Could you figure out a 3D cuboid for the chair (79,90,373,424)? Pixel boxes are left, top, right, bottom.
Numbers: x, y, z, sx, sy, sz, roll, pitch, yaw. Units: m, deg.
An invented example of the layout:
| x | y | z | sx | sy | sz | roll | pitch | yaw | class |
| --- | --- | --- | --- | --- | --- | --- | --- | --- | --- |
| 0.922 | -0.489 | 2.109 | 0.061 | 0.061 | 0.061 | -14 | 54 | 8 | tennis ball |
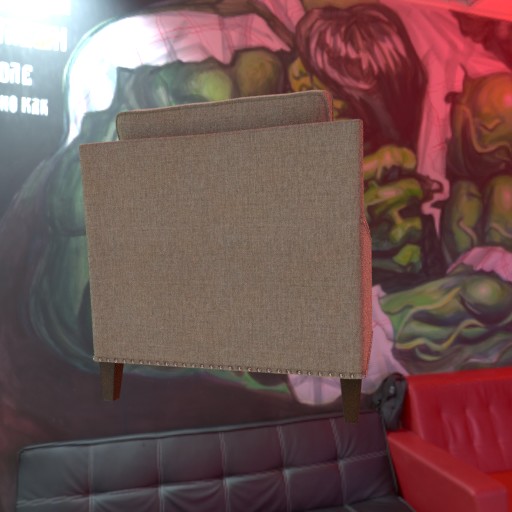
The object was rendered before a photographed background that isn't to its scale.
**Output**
| x | y | z | sx | sy | sz | roll | pitch | yaw | class |
| --- | --- | --- | --- | --- | --- | --- | --- | --- | --- |
| 0.000 | 0.000 | 1.705 | 0.853 | 0.943 | 1.014 | 0 | -2 | 16 | chair |
